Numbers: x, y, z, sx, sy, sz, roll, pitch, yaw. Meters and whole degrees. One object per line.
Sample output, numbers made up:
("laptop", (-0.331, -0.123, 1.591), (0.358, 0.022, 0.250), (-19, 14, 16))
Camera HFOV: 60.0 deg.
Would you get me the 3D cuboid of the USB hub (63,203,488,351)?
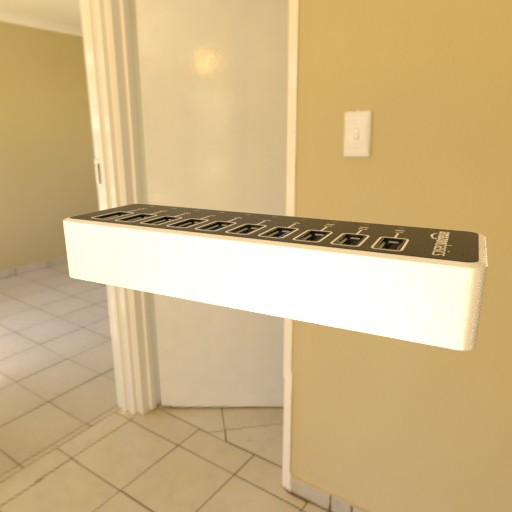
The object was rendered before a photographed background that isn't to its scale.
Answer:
("USB hub", (0.000, 0.000, 0.159), (0.145, 0.023, 0.044), (7, 17, 25))
